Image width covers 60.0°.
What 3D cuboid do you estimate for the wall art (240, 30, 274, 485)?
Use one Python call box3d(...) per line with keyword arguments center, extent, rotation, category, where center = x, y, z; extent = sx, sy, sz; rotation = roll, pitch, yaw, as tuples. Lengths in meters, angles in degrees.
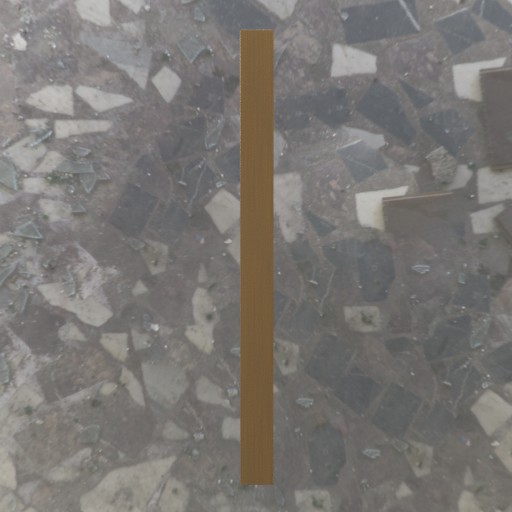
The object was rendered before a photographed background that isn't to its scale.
box3d(center=(0.000, 0.000, 0.744), extent=(0.037, 0.505, 0.505), rotation=(0, 91, 0), category="wall art")
